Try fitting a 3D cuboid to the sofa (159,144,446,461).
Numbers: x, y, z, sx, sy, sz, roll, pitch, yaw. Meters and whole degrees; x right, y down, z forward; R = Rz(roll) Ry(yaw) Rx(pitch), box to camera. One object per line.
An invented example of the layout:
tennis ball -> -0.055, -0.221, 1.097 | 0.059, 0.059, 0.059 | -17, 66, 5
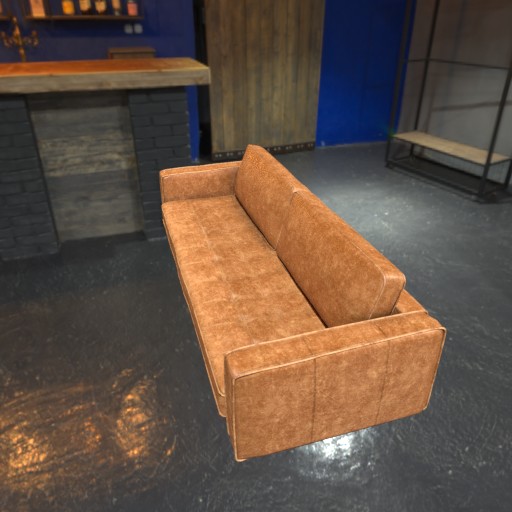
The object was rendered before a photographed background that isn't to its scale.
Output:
sofa -> 0.000, 0.000, 2.565 | 0.886, 0.779, 2.199 | -9, 31, -15
